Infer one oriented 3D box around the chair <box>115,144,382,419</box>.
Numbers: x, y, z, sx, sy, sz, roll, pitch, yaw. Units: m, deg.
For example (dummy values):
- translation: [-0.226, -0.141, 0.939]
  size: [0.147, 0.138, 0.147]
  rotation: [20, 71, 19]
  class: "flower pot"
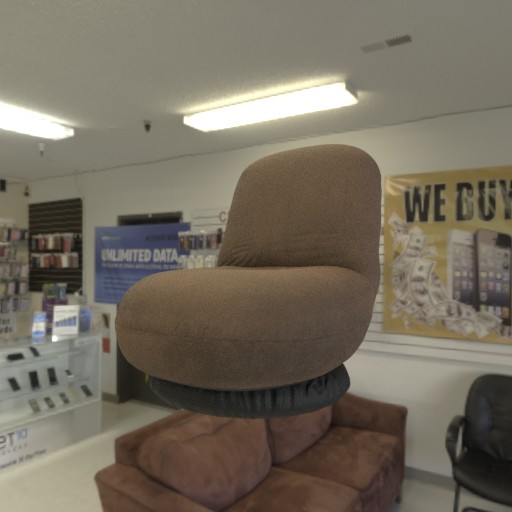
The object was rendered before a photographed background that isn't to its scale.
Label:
- translation: [0.000, 0.000, 1.023]
  size: [0.521, 0.594, 0.597]
  rotation: [0, 0, 35]
  class: "chair"
